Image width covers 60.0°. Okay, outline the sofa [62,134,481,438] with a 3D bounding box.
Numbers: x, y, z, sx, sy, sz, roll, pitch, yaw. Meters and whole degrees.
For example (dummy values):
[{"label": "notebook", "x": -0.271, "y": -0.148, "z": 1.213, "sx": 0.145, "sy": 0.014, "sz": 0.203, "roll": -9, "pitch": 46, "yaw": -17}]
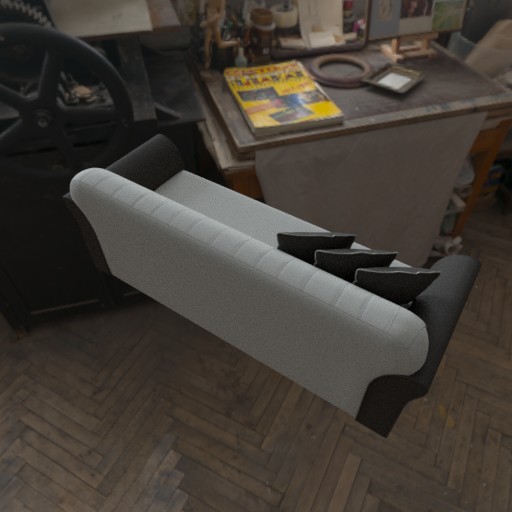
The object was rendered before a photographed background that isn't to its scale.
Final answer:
[{"label": "sofa", "x": 0.000, "y": 0.000, "z": 2.345, "sx": 2.001, "sy": 0.787, "sz": 0.755, "roll": 26, "pitch": 52, "yaw": 22}]
